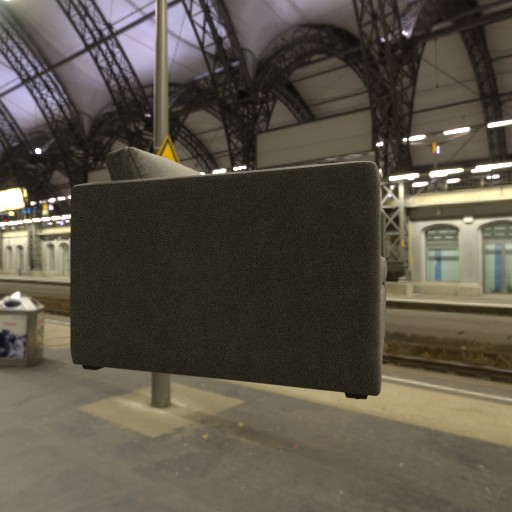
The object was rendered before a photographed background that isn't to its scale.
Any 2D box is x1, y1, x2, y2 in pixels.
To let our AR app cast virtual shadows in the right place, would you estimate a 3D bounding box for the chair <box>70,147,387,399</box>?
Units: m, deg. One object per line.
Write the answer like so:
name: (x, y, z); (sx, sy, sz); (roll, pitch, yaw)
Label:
chair: (0.000, 0.000, 1.901); (1.091, 0.845, 1.190); (0, -1, 17)
